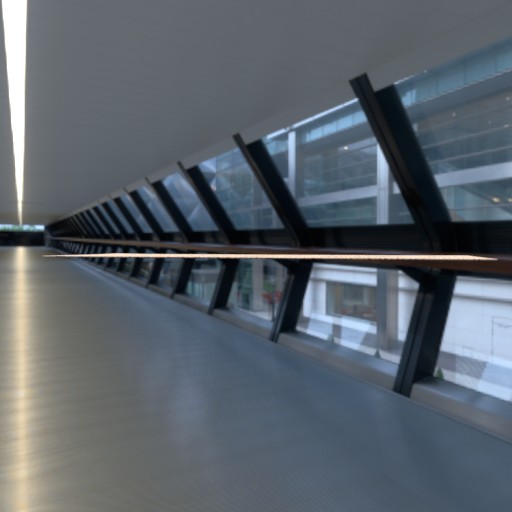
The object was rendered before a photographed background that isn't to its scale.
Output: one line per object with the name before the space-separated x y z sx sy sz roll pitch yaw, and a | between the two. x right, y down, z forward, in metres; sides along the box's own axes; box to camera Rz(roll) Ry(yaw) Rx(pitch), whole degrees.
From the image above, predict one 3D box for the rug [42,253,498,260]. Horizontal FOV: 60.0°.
rug | 0.000 0.000 2.656 2.443 0.009 0.771 0 1 16
